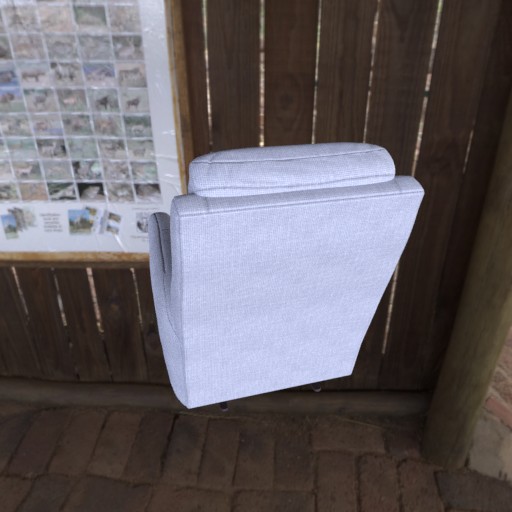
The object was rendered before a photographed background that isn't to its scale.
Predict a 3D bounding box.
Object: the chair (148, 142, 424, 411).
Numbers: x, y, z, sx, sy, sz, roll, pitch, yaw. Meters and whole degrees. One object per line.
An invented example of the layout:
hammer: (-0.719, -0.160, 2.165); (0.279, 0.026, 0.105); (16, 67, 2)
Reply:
chair: (0.000, 0.000, 1.770); (0.829, 1.030, 1.080); (-7, 27, -14)
